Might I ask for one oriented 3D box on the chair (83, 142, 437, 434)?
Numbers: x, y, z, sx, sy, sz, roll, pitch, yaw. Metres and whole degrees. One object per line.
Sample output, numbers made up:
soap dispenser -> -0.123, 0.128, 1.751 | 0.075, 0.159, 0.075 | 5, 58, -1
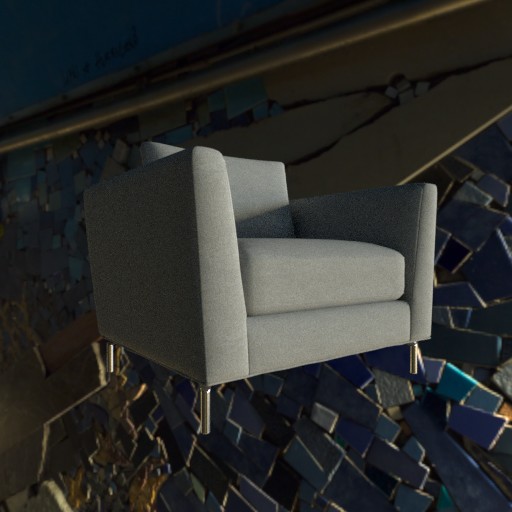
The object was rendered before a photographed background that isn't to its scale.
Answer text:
chair -> 0.000, 0.000, 1.671 | 1.041, 0.864, 0.889 | -1, 1, -37
